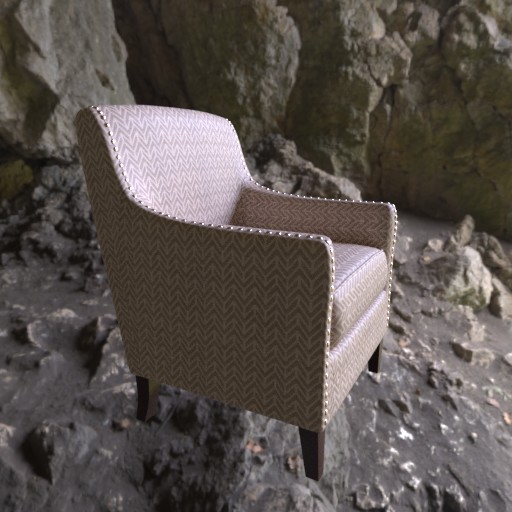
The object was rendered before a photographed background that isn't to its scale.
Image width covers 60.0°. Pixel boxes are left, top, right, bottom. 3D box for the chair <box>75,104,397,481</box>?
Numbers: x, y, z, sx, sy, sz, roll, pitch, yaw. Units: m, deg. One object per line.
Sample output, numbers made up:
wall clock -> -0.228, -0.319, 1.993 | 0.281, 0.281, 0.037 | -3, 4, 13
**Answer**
chair -> 0.000, 0.000, 1.250 | 0.651, 0.816, 0.623 | 8, 16, 28
